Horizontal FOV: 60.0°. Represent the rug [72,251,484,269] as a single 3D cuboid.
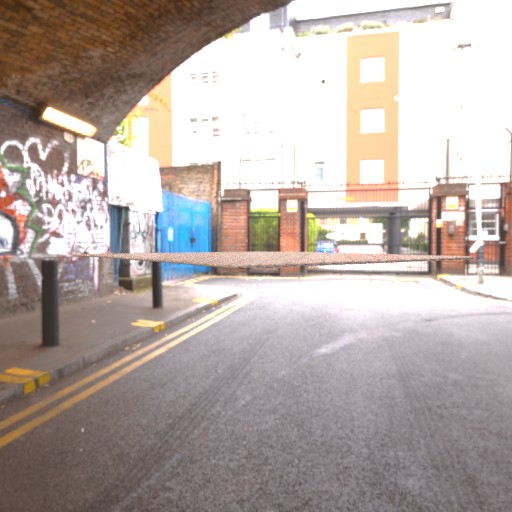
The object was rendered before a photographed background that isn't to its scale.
[{"bbox_3d":[0.000,0.000,4.803,2.892,0.036,3.585,-1,2,-38],"label":"rug"}]
